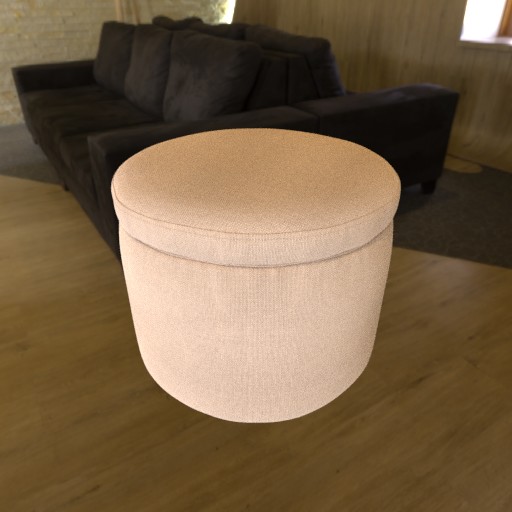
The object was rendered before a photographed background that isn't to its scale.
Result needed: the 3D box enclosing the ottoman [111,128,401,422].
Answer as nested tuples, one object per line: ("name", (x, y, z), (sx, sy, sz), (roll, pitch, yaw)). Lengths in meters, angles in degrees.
("ottoman", (0.000, 0.000, 0.867), (0.497, 0.409, 0.497), (0, 30, 0))
